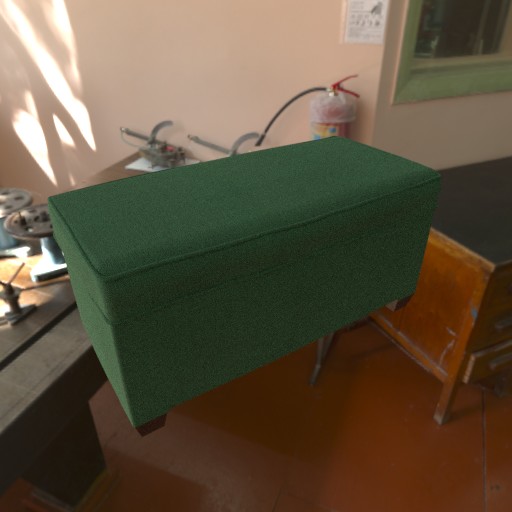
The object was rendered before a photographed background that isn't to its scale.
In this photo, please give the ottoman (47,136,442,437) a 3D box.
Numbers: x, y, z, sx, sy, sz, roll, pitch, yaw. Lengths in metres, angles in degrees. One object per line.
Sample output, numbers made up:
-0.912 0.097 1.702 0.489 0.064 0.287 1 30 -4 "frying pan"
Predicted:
0.000 0.000 1.241 0.957 0.471 0.483 -19 36 -28 "ottoman"
